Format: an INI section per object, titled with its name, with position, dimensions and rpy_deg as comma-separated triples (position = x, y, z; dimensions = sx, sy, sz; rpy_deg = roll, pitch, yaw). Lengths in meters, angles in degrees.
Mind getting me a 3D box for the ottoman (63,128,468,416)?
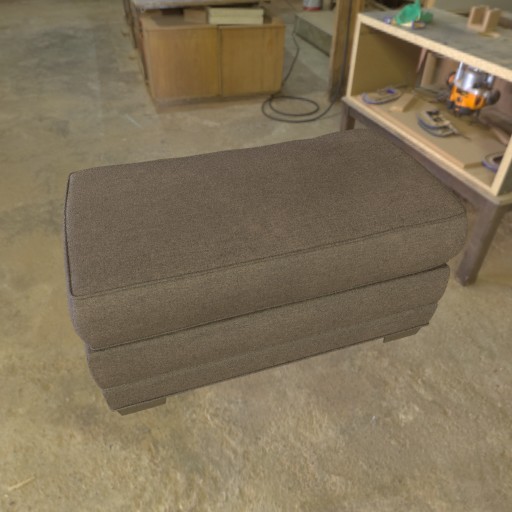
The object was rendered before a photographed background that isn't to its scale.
[ottoman]
position = 0.000, 0.000, 1.142
dimensions = 0.864, 0.448, 0.490
rpy_deg = -12, 42, -14
